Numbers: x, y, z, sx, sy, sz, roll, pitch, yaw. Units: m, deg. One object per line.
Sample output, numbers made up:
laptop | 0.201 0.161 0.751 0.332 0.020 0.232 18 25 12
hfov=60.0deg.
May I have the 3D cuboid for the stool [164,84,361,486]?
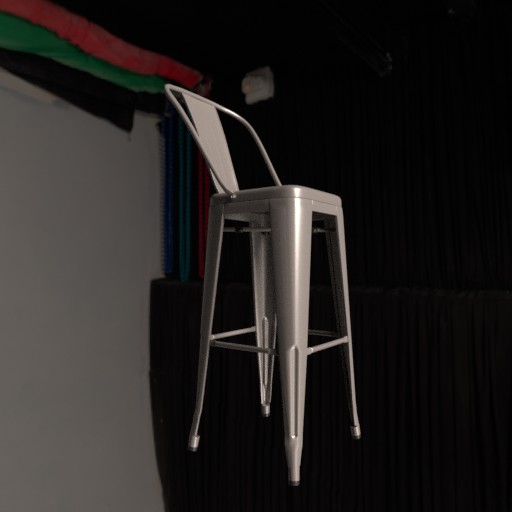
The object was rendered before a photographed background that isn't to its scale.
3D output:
stool | 0.000 0.000 1.344 0.513 1.096 0.399 -1 -1 37
